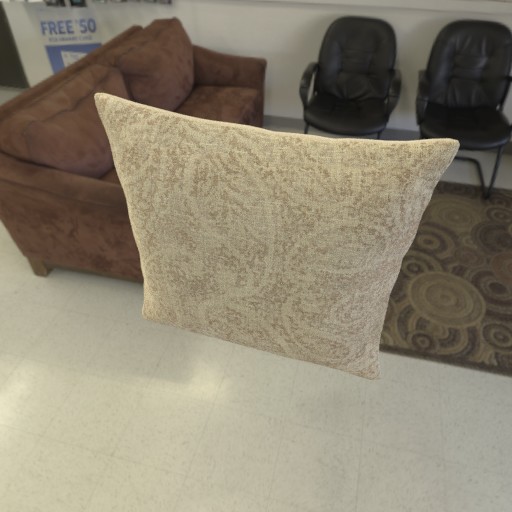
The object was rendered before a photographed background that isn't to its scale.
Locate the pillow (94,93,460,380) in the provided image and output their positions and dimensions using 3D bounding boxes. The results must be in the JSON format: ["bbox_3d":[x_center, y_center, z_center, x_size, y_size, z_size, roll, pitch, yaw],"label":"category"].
[{"bbox_3d":[0.000,0.000,0.769,0.523,0.510,0.166,12,43,13],"label":"pillow"}]
